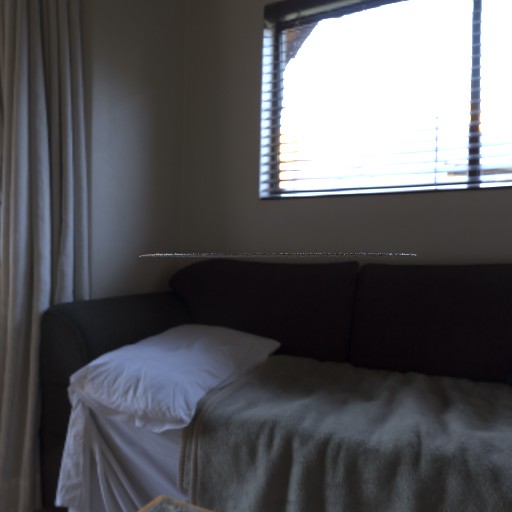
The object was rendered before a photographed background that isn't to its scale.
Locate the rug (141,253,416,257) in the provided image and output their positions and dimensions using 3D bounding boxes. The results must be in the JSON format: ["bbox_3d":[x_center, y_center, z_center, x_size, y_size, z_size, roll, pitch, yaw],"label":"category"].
[{"bbox_3d":[0.000,0.000,3.035,1.520,0.006,2.432,0,0,-17],"label":"rug"}]
